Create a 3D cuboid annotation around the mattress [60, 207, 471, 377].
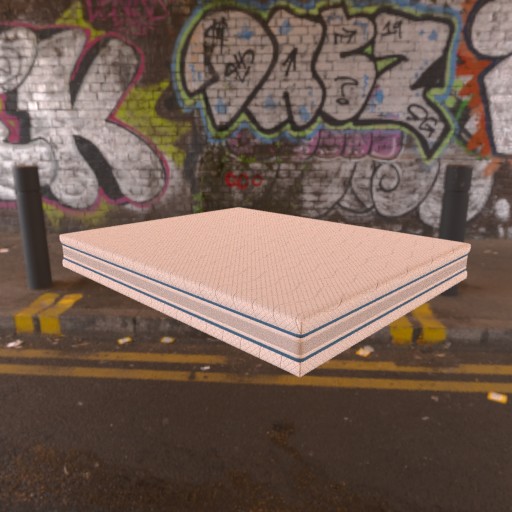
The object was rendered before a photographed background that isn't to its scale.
[{"bbox_3d":[0.000,0.000,2.768,2.000,0.230,1.600,14,21,42],"label":"mattress"}]
